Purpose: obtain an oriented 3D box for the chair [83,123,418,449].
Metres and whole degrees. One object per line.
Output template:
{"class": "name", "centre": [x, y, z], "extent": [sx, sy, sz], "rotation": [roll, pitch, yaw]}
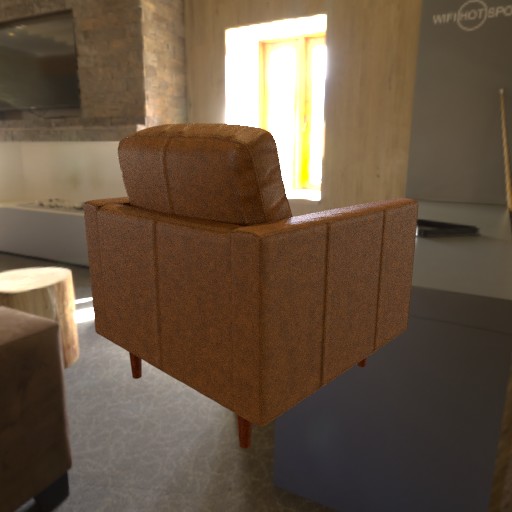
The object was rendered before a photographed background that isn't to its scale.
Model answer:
{"class": "chair", "centre": [0.000, 0.000, 1.695], "extent": [0.890, 0.956, 0.909], "rotation": [13, 19, 42]}
